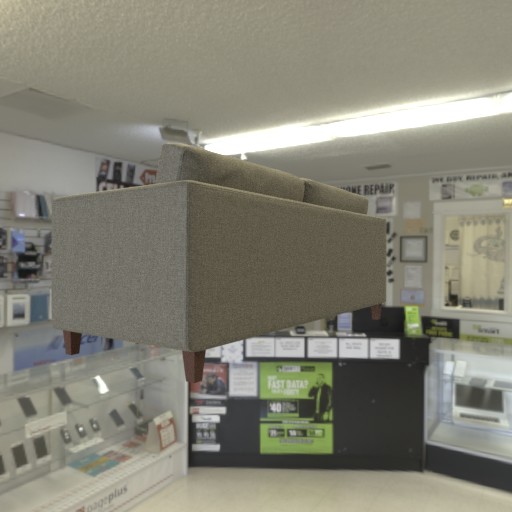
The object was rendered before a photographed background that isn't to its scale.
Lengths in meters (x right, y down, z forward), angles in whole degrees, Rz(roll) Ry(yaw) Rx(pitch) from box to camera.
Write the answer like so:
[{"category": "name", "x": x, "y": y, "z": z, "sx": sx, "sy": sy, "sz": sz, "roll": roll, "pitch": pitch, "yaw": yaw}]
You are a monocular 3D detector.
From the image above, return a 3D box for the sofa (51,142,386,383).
[{"category": "sofa", "x": 0.000, "y": 0.000, "z": 2.775, "sx": 0.956, "sy": 0.960, "sz": 2.208, "roll": 0, "pitch": 0, "yaw": 35}]
